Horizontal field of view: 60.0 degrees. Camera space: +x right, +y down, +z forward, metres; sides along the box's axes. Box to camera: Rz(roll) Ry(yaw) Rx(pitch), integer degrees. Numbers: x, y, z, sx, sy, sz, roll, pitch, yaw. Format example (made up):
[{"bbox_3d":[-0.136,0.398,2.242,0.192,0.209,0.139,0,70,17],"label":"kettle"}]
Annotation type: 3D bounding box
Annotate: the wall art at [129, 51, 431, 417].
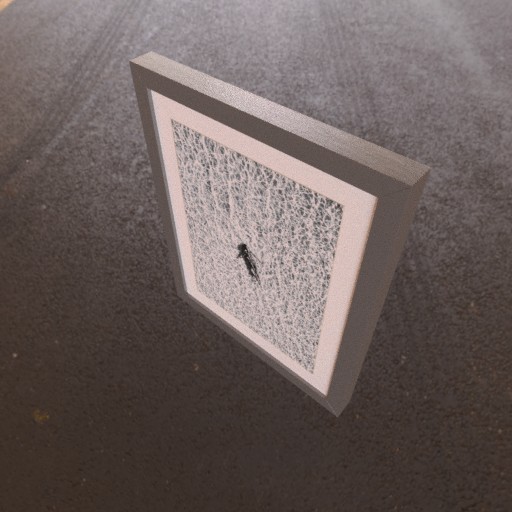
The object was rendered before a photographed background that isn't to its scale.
[{"bbox_3d":[0.000,0.000,0.518,0.308,0.379,0.030,32,55,26],"label":"wall art"}]
